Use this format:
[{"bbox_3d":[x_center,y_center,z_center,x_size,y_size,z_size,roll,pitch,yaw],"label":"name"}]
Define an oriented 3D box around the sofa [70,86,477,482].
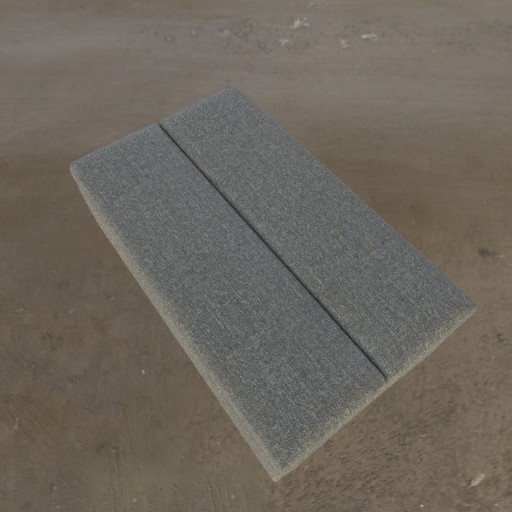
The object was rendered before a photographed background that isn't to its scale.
[{"bbox_3d":[0.000,0.000,1.565,0.782,0.417,1.198,-32,64,-18],"label":"sofa"}]
